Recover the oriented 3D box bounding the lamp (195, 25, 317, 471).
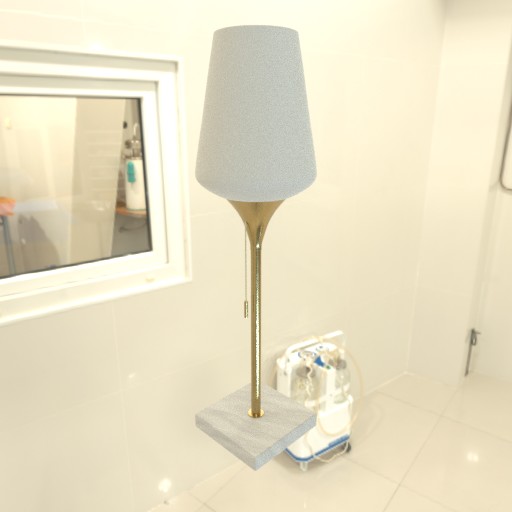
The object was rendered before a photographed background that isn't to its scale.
[{"bbox_3d":[0.000,0.000,0.702,0.181,0.639,0.181,16,23,42],"label":"lamp"}]
